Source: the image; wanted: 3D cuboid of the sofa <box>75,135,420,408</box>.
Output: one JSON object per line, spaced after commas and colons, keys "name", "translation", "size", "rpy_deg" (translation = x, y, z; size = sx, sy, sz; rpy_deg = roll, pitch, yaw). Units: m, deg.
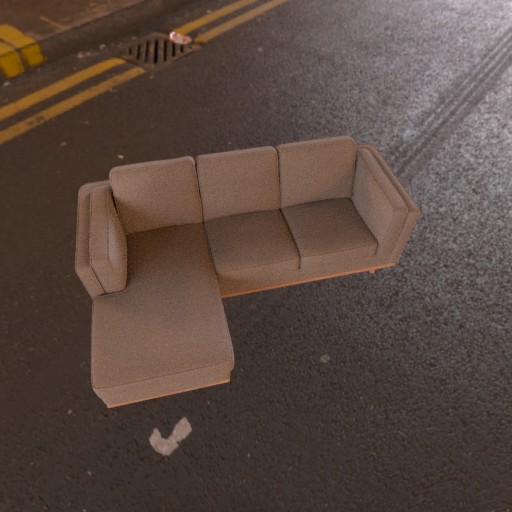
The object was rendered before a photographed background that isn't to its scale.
{"name": "sofa", "translation": [0.000, 0.000, 3.248], "size": [2.411, 0.929, 1.604], "rpy_deg": [-10, 49, -9]}
